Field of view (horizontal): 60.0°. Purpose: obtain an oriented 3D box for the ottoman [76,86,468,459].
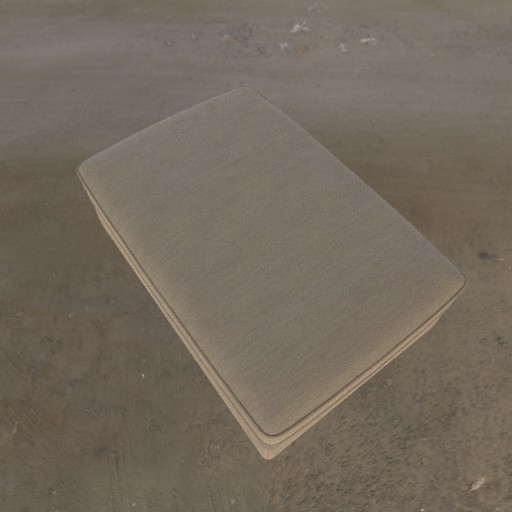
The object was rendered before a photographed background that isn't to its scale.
[{"bbox_3d":[0.000,0.000,1.318,0.636,0.480,0.941,-32,63,-18],"label":"ottoman"}]
